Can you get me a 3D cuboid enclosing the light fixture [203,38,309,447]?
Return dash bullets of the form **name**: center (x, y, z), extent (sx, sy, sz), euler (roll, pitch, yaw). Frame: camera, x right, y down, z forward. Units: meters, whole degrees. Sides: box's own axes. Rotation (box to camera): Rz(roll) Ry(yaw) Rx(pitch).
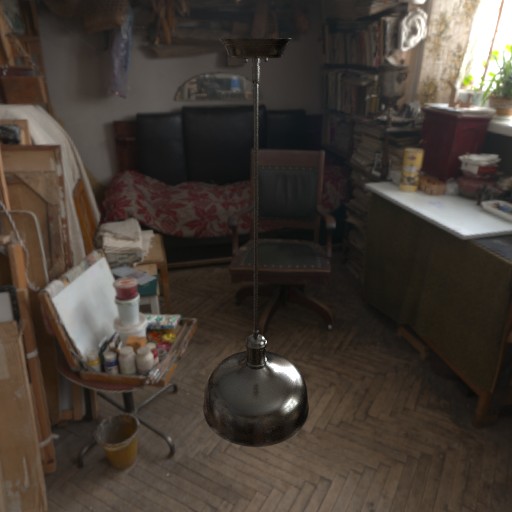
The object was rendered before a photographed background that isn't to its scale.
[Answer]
- **light fixture**: center (0.000, 0.000, 1.063), extent (0.299, 0.935, 0.299), euler (17, 30, 32)
